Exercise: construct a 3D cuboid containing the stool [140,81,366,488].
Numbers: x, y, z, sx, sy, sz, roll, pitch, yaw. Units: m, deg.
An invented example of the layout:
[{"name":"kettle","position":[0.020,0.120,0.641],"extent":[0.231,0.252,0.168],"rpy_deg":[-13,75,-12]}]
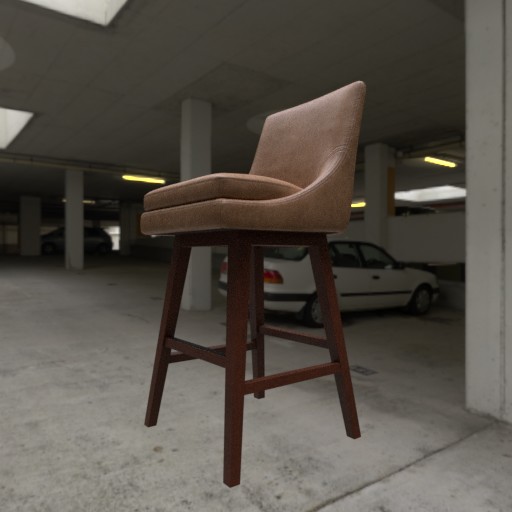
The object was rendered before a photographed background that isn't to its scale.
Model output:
[{"name":"stool","position":[0.000,0.000,1.383],"extent":[0.572,1.079,0.487],"rpy_deg":[0,0,-38]}]
